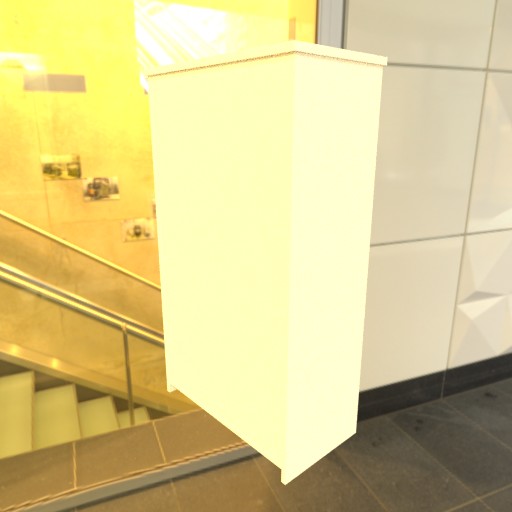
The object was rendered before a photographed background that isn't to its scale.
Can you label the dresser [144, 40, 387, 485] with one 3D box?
[{"bbox_3d":[0.000,0.000,1.566,0.399,1.255,0.704,-14,21,-40],"label":"dresser"}]
